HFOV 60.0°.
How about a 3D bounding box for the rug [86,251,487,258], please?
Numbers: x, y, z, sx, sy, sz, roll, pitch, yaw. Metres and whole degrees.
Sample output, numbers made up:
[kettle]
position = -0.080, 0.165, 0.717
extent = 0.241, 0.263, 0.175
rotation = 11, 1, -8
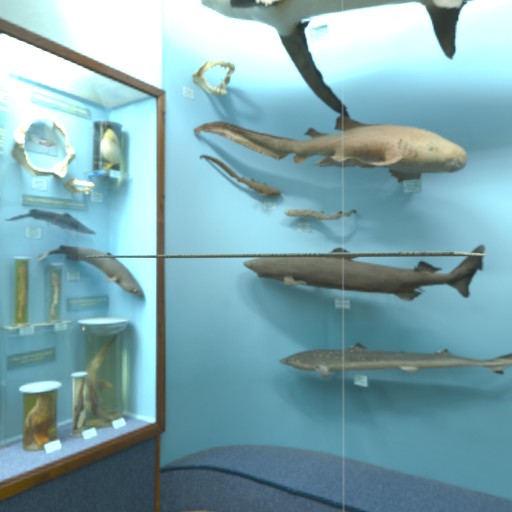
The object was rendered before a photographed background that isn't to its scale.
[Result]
[rug]
position = 0.000, 0.000, 2.744
extent = 2.452, 0.012, 0.775
rotation = -1, -1, 36
